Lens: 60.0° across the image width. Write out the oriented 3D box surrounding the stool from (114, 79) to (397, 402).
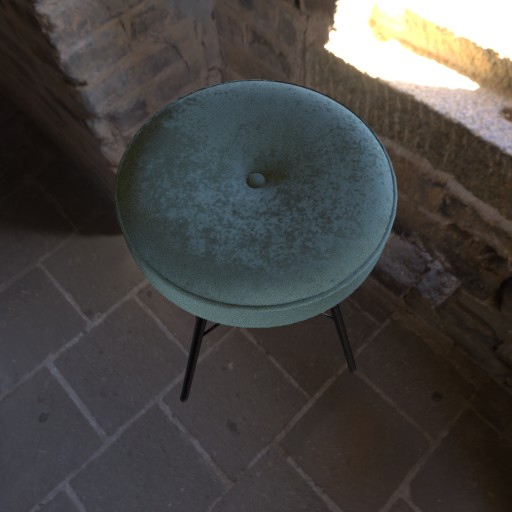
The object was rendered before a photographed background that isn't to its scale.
[{"bbox_3d":[0.000,0.000,0.854,0.458,0.519,0.457,-1,63,0],"label":"stool"}]
